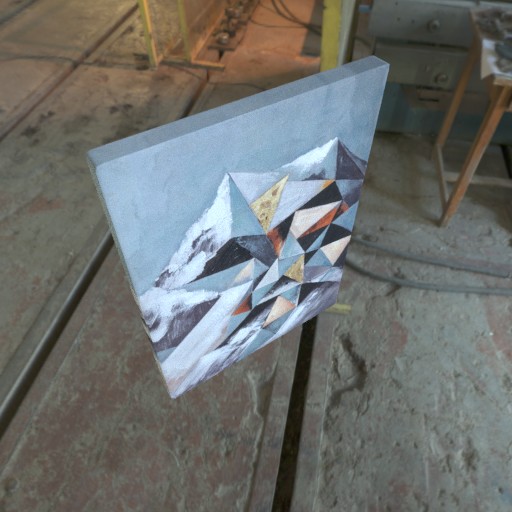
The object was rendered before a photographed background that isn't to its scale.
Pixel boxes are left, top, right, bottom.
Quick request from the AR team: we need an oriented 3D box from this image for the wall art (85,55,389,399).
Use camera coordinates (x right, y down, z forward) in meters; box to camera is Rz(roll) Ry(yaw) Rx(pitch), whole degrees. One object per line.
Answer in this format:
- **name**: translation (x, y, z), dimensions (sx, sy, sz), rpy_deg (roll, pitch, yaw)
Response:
- **wall art**: translation (0.000, 0.000, 0.813), dimensions (0.455, 0.613, 0.037), rpy_deg (-26, 53, -22)
